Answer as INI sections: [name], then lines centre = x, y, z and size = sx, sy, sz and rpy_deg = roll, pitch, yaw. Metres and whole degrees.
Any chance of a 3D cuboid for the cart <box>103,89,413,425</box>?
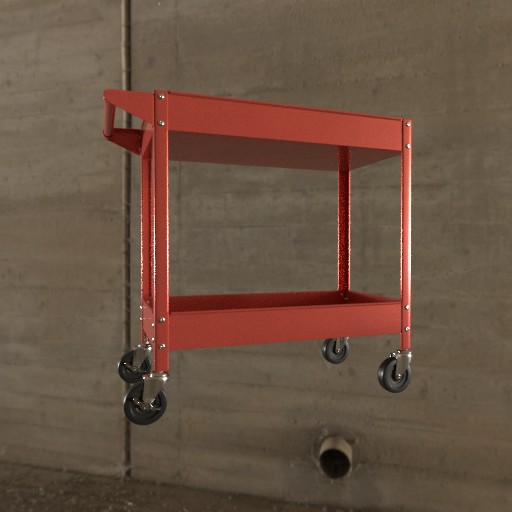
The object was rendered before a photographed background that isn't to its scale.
[cart]
centre = 0.000, 0.000, 1.198
size = 0.779, 0.719, 0.366
rpy_deg = 0, 1, -19
